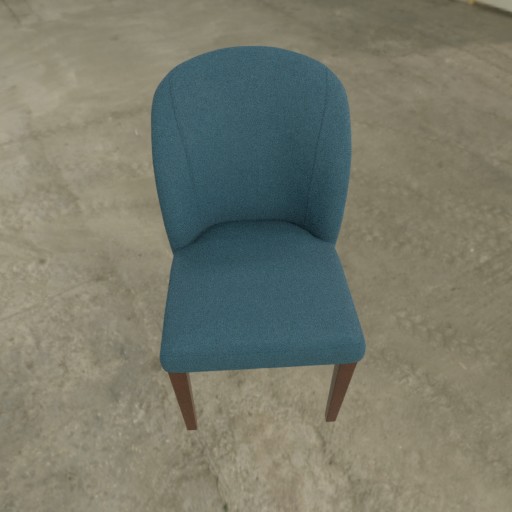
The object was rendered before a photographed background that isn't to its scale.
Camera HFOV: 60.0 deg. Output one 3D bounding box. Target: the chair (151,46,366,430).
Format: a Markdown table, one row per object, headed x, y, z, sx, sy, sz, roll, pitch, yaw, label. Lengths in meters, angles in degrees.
| x | y | z | sx | sy | sz | roll | pitch | yaw | label |
| --- | --- | --- | --- | --- | --- | --- | --- | --- | --- |
| 0.000 | 0.000 | 1.211 | 0.507 | 0.879 | 0.620 | -3 | 46 | -2 | chair |
